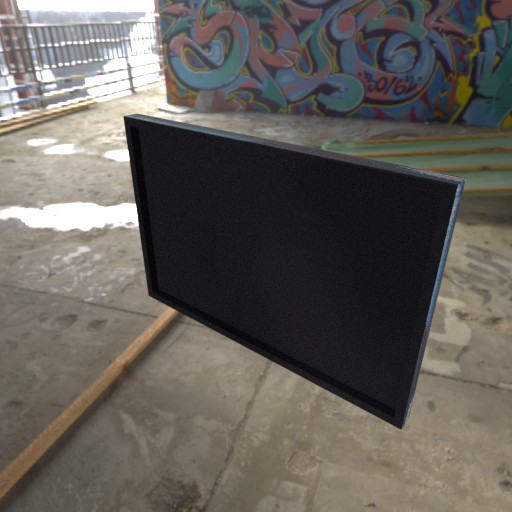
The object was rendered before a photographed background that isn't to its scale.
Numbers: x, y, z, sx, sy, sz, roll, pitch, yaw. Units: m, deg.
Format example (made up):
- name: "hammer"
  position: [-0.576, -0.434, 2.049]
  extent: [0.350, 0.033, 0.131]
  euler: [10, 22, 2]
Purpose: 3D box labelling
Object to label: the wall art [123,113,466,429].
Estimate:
- name: "wall art"
  position: [0.000, 0.000, 0.777]
  extent: [0.609, 0.406, 0.033]
  euler: [21, 35, 33]
